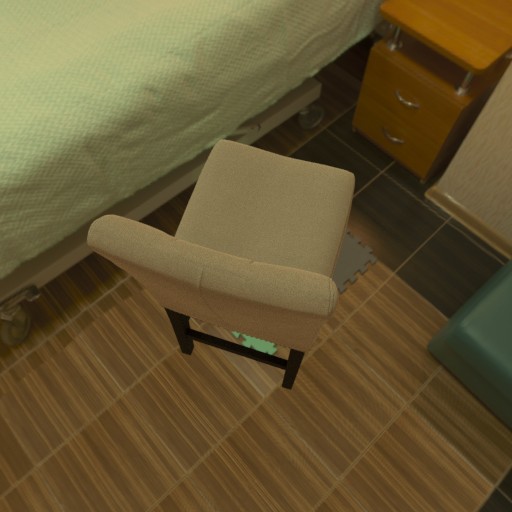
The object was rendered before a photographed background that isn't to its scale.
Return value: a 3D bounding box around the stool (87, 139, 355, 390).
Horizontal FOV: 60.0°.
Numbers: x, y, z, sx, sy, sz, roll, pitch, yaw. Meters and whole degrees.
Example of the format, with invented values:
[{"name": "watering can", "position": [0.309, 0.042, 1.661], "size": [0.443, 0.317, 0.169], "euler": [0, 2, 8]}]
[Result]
[{"name": "stool", "position": [0.000, 0.000, 1.190], "size": [0.427, 0.885, 0.571], "euler": [16, 64, 8]}]
